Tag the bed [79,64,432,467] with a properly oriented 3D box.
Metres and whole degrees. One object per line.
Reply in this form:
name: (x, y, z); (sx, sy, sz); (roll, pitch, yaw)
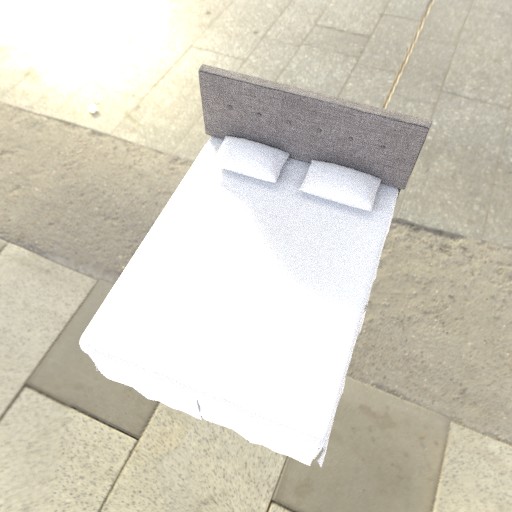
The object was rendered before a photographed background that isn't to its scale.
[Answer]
bed: (0.000, 0.000, 2.894); (1.621, 1.168, 1.958); (18, 59, 11)
